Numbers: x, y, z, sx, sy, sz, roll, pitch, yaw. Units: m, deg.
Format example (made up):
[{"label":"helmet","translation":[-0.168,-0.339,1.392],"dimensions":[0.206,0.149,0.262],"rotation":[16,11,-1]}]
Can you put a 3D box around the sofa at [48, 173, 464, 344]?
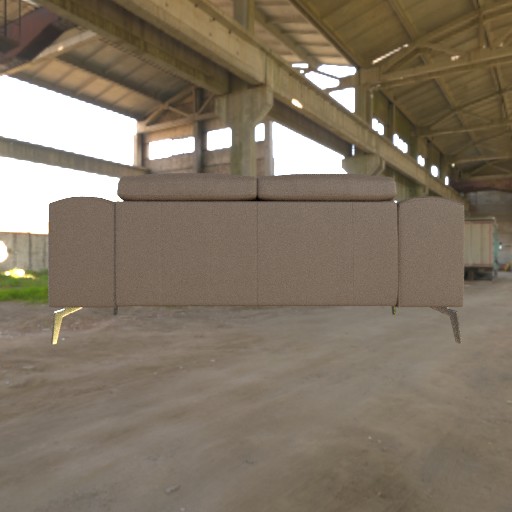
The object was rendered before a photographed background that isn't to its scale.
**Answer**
[{"label":"sofa","translation":[0.000,0.000,2.467],"dimensions":[1.895,0.779,1.003],"rotation":[0,1,-1]}]
